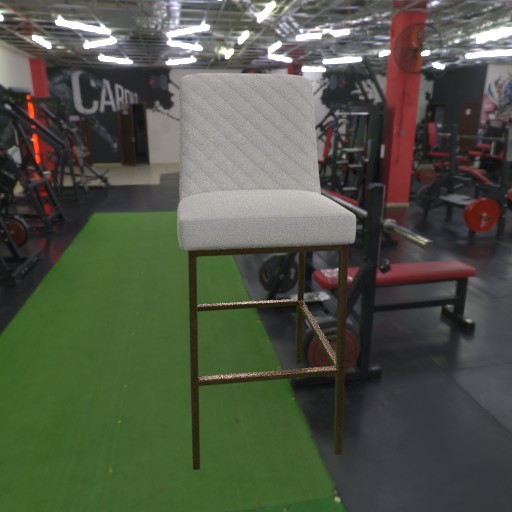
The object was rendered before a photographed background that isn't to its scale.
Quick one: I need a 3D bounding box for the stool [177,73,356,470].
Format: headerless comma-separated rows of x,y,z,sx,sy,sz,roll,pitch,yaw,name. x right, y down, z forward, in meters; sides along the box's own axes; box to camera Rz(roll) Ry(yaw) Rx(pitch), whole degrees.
0.000,0.000,1.369,0.462,1.084,0.546,-2,18,-8,stool
